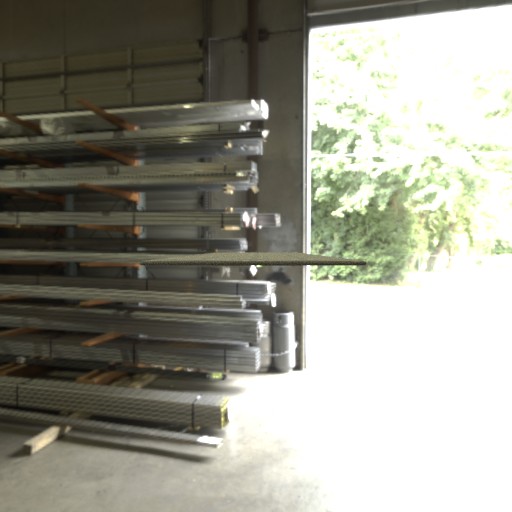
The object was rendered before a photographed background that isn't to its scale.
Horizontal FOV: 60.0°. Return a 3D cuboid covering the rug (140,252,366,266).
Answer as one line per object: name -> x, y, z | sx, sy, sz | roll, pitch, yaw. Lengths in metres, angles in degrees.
rug -> 0.000, 0.000, 2.454 | 0.678, 0.014, 2.276 | 0, 1, 0
